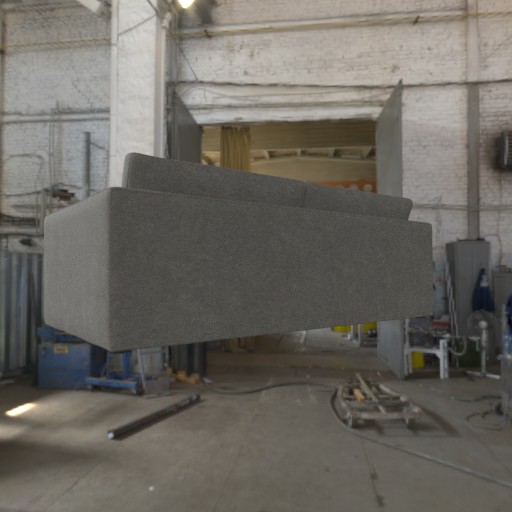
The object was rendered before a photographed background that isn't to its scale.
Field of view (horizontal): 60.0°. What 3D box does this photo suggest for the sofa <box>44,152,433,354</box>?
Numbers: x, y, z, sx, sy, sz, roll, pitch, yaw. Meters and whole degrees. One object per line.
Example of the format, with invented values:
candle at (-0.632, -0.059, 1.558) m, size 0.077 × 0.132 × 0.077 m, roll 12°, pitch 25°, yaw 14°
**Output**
sofa at (0.000, 0.000, 2.779) m, size 2.257 × 0.838 × 1.092 m, roll 1°, pitch -2°, yaw -37°
